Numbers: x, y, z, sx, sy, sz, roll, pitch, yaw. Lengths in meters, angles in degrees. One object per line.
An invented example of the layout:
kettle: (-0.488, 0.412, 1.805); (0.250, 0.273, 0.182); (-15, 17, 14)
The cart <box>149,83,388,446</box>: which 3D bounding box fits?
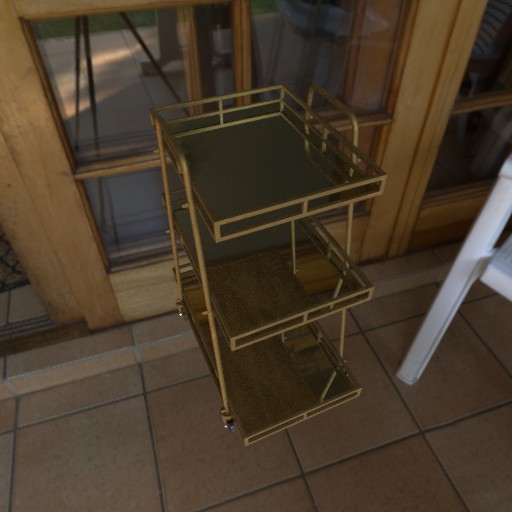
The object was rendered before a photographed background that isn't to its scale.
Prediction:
cart: (0.000, 0.000, 1.287); (0.441, 0.883, 0.711); (-17, 47, -17)
